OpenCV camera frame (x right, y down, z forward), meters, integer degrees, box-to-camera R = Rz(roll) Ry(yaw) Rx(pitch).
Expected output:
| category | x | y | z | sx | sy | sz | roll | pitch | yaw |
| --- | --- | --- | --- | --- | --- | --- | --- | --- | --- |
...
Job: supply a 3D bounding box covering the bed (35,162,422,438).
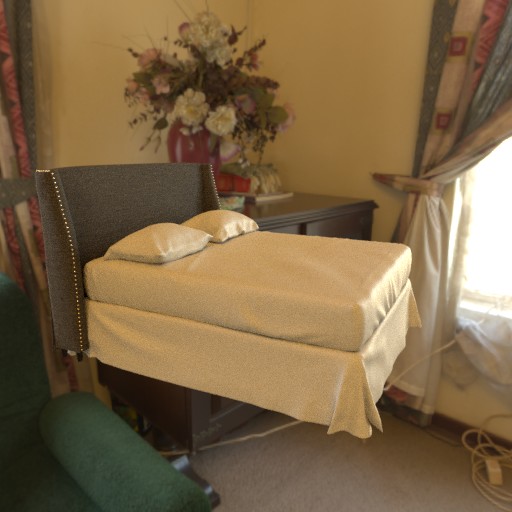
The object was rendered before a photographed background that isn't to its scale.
| category | x | y | z | sx | sy | sz | roll | pitch | yaw |
| --- | --- | --- | --- | --- | --- | --- | --- | --- | --- |
| bed | 0.000 | 0.000 | 3.325 | 2.276 | 1.332 | 1.925 | 7 | 15 | 26 |
